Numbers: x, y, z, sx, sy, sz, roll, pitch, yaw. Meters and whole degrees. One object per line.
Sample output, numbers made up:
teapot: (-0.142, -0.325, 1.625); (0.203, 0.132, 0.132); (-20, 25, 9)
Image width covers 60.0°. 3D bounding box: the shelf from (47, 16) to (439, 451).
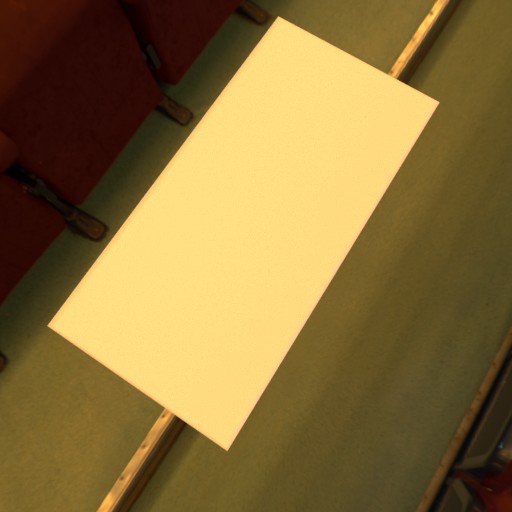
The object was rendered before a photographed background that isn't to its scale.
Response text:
shelf: (0.000, 0.000, 1.237); (0.390, 0.786, 0.790); (32, 78, 7)
